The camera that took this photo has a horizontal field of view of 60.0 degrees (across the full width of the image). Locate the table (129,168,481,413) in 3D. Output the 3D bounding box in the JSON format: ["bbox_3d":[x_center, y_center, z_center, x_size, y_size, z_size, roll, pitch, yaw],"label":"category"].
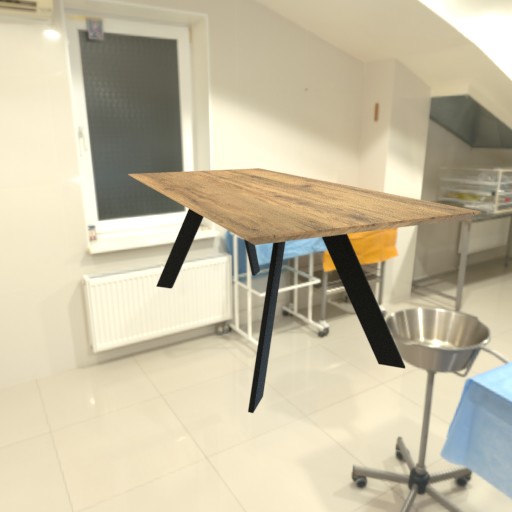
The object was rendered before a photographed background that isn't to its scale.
[{"bbox_3d":[0.000,0.000,2.502,1.000,0.770,2.000,-8,18,-24],"label":"table"}]
